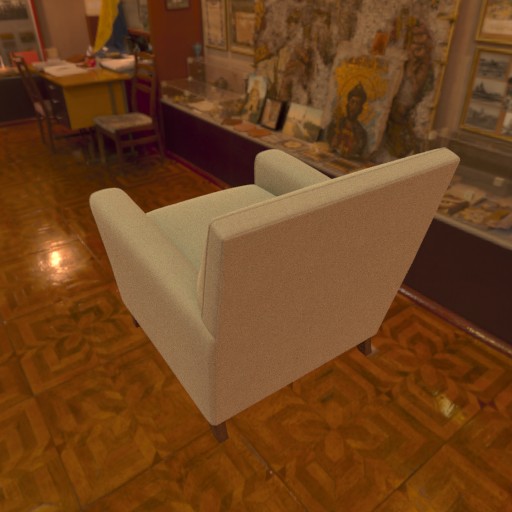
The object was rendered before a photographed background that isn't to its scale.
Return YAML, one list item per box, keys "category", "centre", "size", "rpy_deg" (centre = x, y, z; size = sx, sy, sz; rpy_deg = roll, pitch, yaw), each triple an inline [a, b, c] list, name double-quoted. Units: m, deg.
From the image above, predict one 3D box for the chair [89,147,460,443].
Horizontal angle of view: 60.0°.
- category: "chair"
  centre: [0.000, 0.000, 1.546]
  size: [0.840, 0.846, 0.871]
  rpy_deg: [-21, 38, -29]
